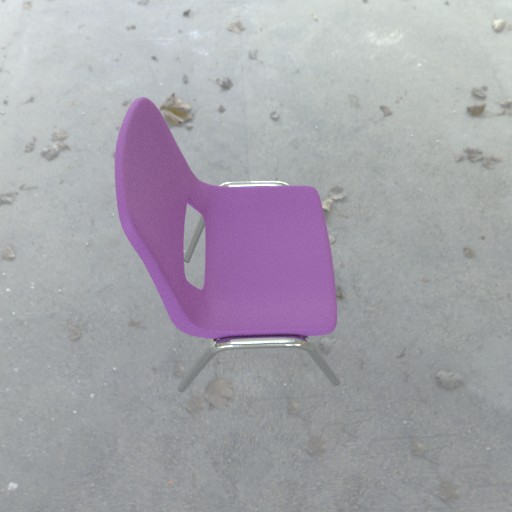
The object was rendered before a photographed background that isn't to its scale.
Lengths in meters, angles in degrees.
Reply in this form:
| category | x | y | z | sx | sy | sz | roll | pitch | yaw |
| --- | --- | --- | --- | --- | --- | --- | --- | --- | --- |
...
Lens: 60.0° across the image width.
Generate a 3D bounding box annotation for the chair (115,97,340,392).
| category | x | y | z | sx | sy | sz | roll | pitch | yaw |
| --- | --- | --- | --- | --- | --- | --- | --- | --- | --- |
| chair | 0.000 | 0.000 | 0.681 | 0.301 | 0.493 | 0.291 | -2 | 60 | -1 |
